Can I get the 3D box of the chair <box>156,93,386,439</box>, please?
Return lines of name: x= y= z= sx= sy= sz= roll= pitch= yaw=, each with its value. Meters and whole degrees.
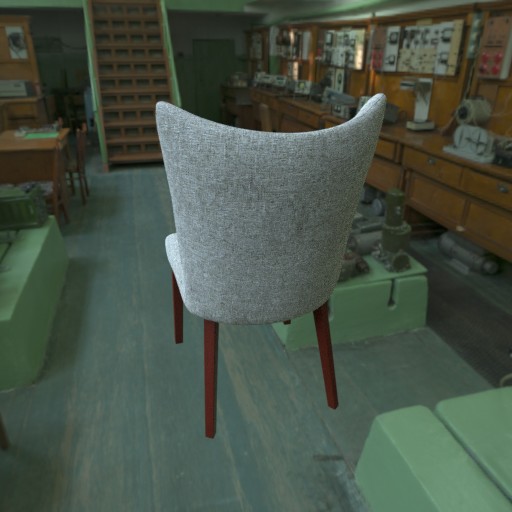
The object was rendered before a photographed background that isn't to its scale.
chair: x=0.000 y=0.000 z=1.314 sx=0.535 sy=0.924 sz=0.623 roll=-7 pitch=26 yaw=-15
